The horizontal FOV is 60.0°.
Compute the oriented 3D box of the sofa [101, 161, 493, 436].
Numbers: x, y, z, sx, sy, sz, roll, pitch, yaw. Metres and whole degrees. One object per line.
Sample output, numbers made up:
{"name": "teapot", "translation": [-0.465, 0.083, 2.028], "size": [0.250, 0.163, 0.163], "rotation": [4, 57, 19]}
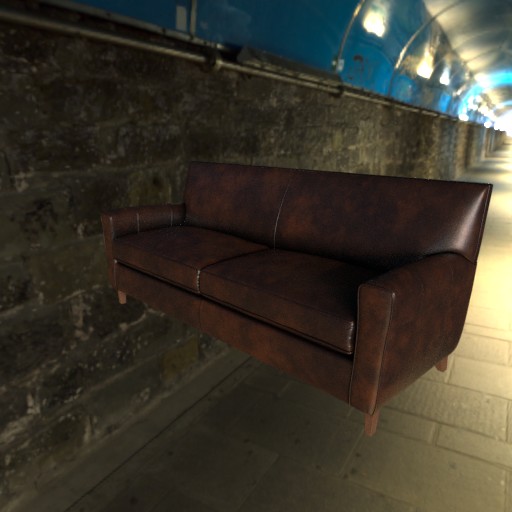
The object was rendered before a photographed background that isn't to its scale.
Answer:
{"name": "sofa", "translation": [0.000, 0.000, 2.351], "size": [0.786, 0.871, 1.995], "rotation": [-15, 22, -43]}
